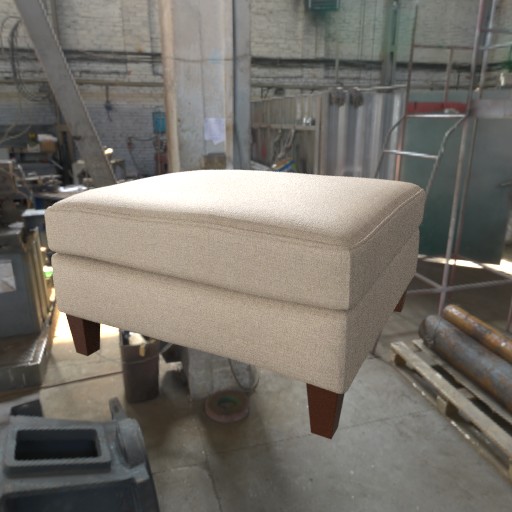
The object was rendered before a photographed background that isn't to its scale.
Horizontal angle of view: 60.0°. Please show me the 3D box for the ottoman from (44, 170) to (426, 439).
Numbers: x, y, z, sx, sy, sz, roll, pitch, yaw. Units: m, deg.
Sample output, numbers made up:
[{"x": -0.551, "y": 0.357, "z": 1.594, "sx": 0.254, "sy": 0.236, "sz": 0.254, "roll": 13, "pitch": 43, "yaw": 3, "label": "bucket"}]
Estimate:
[{"x": 0.000, "y": 0.000, "z": 1.344, "sx": 0.838, "sy": 0.481, "sz": 0.838, "roll": 9, "pitch": 19, "yaw": 27, "label": "ottoman"}]
